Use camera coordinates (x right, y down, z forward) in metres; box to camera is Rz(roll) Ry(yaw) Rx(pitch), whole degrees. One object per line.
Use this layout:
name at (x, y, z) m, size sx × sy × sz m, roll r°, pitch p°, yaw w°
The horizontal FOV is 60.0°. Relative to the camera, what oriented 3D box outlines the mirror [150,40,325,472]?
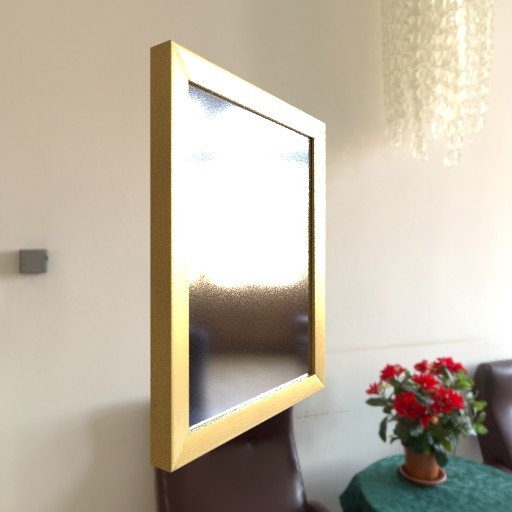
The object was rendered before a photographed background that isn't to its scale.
mirror at (0.000, 0.000, 0.696) m, size 0.041 × 0.508 × 0.405 m, roll 0°, pitch 0°, yaw 35°
